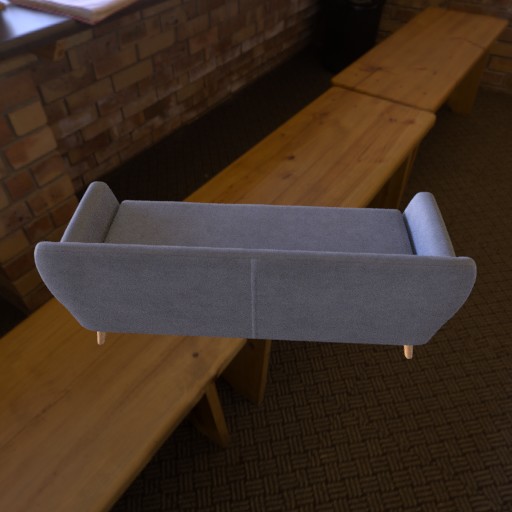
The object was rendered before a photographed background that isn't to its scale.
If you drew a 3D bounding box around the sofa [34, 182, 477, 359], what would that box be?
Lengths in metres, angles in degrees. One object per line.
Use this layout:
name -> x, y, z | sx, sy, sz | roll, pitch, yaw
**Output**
sofa -> 0.000, 0.000, 2.376 | 1.970, 0.830, 0.830 | 2, 46, 2
